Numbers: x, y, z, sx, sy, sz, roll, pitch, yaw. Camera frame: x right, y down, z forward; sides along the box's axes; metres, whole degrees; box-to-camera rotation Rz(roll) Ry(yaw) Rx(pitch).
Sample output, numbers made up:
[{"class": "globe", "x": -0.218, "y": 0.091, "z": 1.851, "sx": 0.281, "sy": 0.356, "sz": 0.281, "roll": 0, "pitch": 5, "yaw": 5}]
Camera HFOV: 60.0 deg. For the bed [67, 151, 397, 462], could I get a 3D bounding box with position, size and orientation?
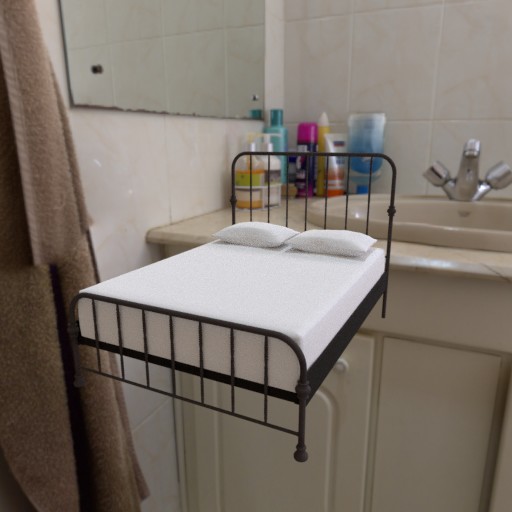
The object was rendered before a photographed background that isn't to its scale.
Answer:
[{"class": "bed", "x": 0.000, "y": 0.000, "z": 3.266, "sx": 1.616, "sy": 1.446, "sz": 2.134, "roll": 7, "pitch": 16, "yaw": 26}]
